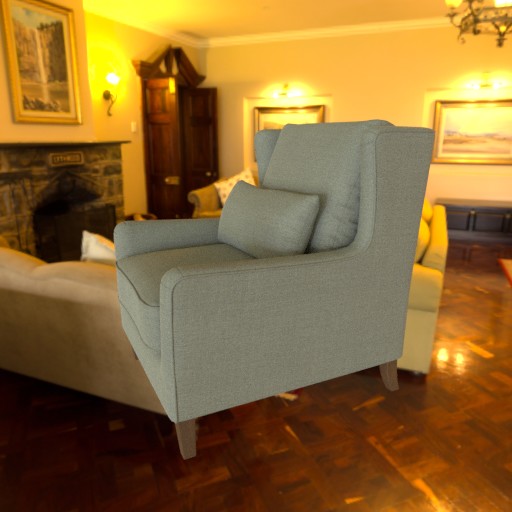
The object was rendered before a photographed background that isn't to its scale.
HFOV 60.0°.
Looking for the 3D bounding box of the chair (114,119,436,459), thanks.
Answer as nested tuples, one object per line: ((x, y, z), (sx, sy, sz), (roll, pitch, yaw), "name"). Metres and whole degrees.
((0.000, 0.000, 1.800), (1.040, 1.056, 0.866), (-7, 17, -26), "chair")
